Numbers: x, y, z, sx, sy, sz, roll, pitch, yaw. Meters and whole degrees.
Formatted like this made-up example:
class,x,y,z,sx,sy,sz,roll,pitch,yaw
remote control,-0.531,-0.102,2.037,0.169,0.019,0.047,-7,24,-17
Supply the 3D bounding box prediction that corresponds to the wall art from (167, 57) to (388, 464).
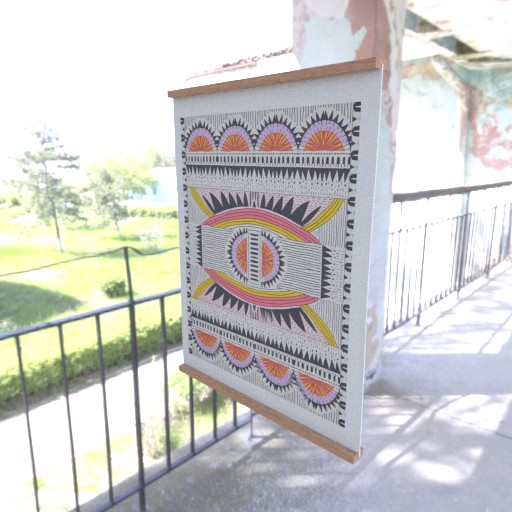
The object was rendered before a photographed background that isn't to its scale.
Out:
class,x,y,z,sx,sy,sz,roll,pitch,yaw
wall art,0.000,0.000,0.702,0.403,0.527,0.028,12,18,42
